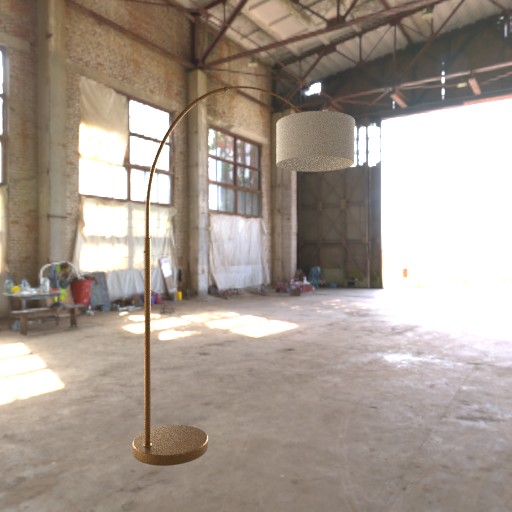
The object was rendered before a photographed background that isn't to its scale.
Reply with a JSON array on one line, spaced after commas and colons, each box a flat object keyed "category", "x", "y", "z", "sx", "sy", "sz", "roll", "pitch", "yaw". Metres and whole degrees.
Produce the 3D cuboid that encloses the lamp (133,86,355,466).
[{"category": "lamp", "x": 0.000, "y": 0.000, "z": 2.536, "sx": 1.434, "sy": 1.927, "sz": 0.493, "roll": 0, "pitch": 0, "yaw": -37}]
